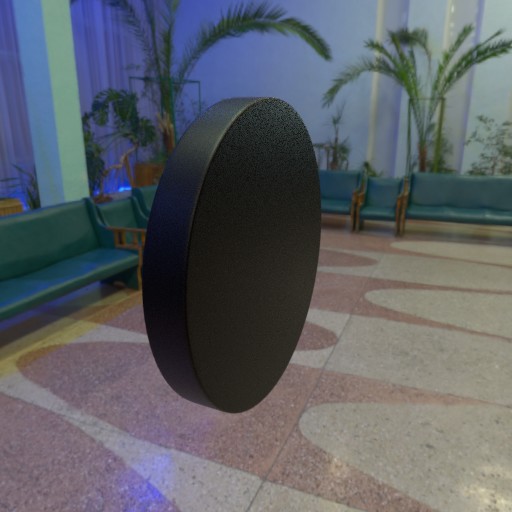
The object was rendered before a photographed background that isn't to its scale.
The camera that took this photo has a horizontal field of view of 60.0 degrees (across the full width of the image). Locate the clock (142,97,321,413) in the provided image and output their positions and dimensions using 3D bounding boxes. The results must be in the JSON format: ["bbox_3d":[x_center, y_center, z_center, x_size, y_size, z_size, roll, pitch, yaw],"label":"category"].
[{"bbox_3d":[0.000,0.000,0.465,0.040,0.314,0.314,8,18,25],"label":"clock"}]
